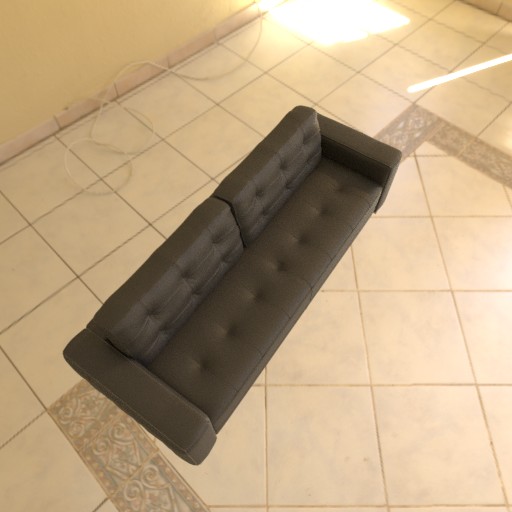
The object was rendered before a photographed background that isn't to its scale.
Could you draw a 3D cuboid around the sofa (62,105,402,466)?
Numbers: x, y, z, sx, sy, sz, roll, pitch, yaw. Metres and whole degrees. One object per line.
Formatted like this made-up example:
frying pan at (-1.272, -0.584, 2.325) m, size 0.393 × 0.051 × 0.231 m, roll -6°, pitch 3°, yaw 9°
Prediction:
sofa at (0.000, 0.000, 2.718) m, size 0.833 × 0.893 × 2.275 m, roll 31°, pitch 64°, yaw 17°
